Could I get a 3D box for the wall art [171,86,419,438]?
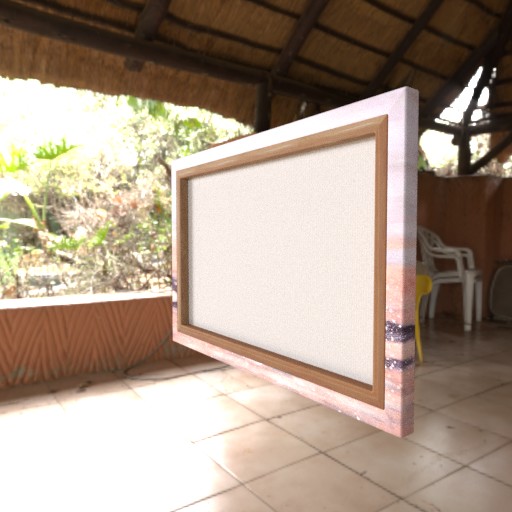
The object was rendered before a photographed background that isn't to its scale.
[{"bbox_3d":[0.000,0.000,1.141,0.038,0.609,0.913,-2,3,-36],"label":"wall art"}]
